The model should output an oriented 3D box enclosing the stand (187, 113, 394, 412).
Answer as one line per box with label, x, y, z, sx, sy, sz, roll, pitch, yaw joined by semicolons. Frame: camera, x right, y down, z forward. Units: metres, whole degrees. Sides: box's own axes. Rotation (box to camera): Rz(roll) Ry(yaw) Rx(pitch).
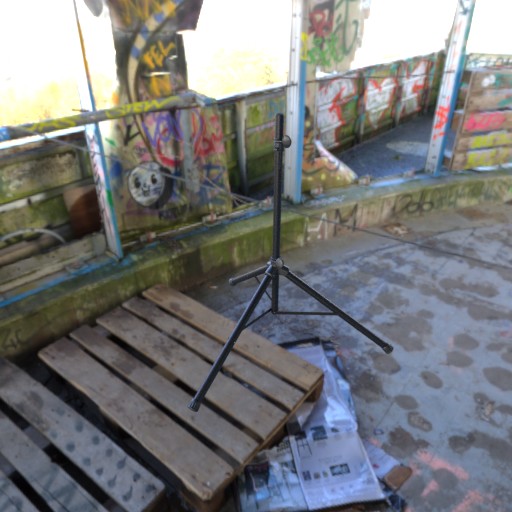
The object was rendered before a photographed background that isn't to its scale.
stand;0.000;0.000;1.904;1.045;1.136;0.907;22;36;33
